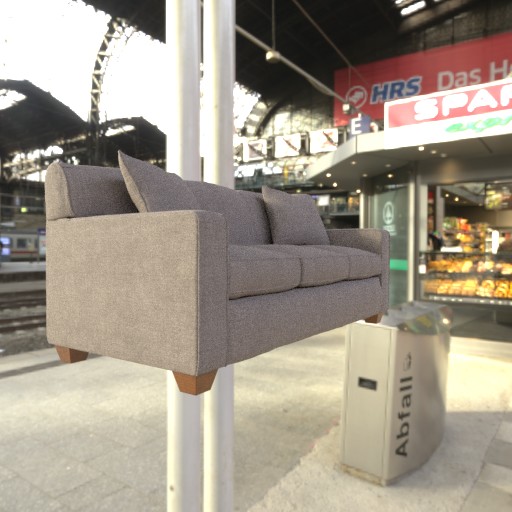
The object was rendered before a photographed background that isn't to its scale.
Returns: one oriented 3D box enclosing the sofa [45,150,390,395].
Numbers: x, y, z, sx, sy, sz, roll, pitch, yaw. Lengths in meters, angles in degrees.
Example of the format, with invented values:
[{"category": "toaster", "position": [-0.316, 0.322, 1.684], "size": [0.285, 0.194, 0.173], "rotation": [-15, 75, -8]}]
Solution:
[{"category": "sofa", "position": [0.000, 0.000, 2.587], "size": [0.997, 0.958, 2.024], "rotation": [1, 1, 35]}]
